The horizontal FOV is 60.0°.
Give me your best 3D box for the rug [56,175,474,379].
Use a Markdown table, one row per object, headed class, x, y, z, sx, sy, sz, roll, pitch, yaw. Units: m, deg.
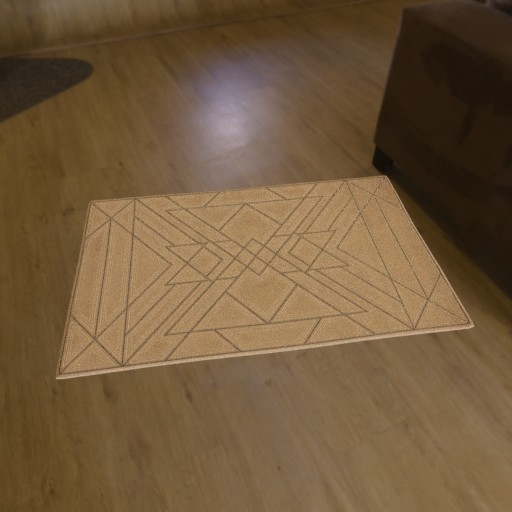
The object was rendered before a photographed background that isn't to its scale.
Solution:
| class | x | y | z | sx | sy | sz | roll | pitch | yaw |
| --- | --- | --- | --- | --- | --- | --- | --- | --- | --- |
| rug | 0.000 | 0.000 | 3.104 | 2.459 | 0.023 | 1.575 | -6 | 46 | -6 |
